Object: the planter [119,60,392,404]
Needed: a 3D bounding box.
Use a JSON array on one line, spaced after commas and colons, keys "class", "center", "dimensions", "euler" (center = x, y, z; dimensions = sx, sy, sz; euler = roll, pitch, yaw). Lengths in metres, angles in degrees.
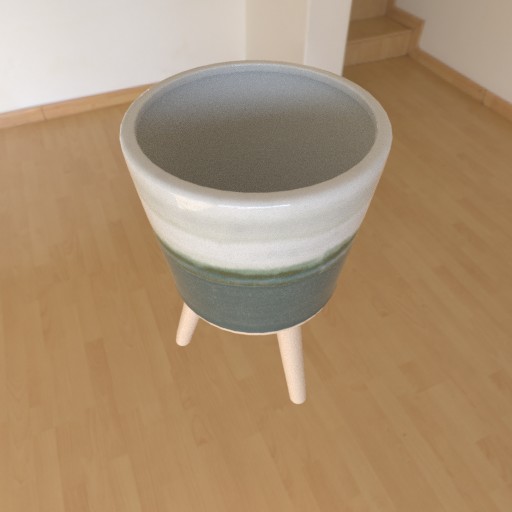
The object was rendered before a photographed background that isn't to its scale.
[{"class": "planter", "center": [0.000, 0.000, 0.478], "dimensions": [0.217, 0.331, 0.217], "euler": [33, 55, 27]}]
